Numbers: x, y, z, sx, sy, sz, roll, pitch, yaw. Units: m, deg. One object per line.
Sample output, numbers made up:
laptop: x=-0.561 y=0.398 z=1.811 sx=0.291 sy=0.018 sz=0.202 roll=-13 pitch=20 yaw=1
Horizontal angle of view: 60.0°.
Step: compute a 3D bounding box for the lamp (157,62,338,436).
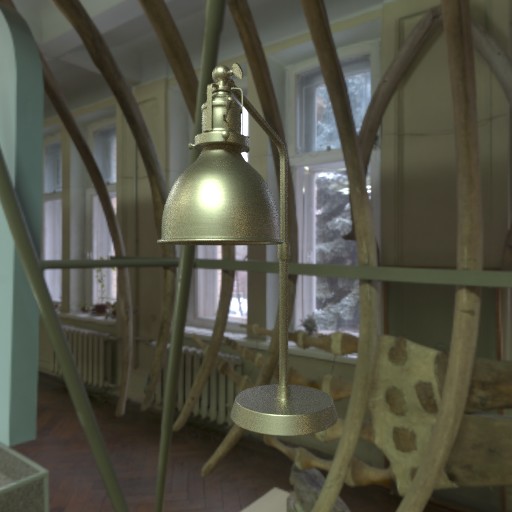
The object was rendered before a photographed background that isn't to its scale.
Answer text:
lamp: x=0.000 y=0.000 z=0.585 sx=0.153 sy=0.456 sz=0.286 roll=0 pitch=0 yaw=37
